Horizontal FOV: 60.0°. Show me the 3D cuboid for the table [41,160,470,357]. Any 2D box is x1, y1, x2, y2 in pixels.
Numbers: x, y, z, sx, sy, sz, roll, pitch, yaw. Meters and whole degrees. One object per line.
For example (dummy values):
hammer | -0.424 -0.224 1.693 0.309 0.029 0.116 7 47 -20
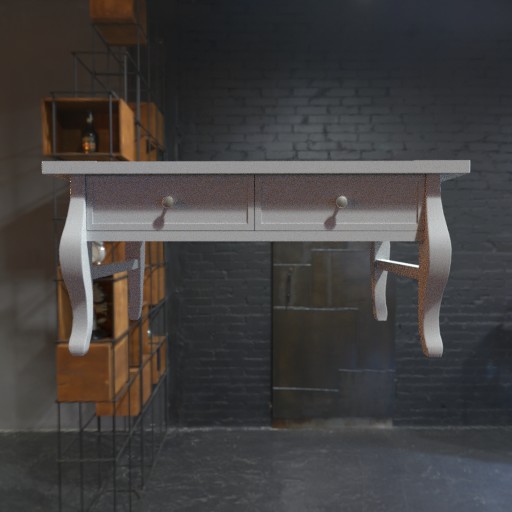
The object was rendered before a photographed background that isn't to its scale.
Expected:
table | 0.000 0.000 1.398 1.062 0.495 0.600 0 2 1
